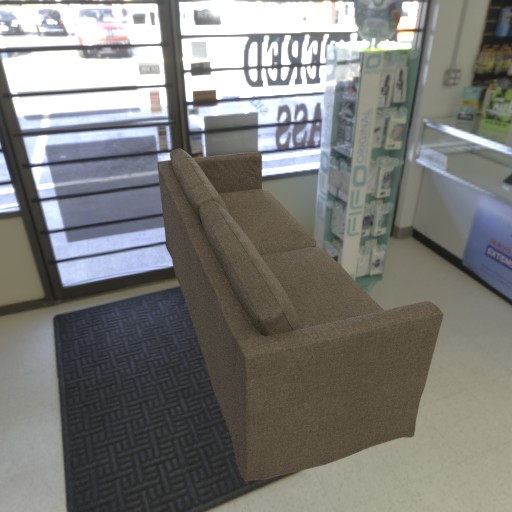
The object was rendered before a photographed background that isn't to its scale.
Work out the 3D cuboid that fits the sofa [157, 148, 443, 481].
[{"bbox_3d":[0.000,0.000,3.245,1.036,0.998,2.779,-9,31,-16],"label":"sofa"}]
